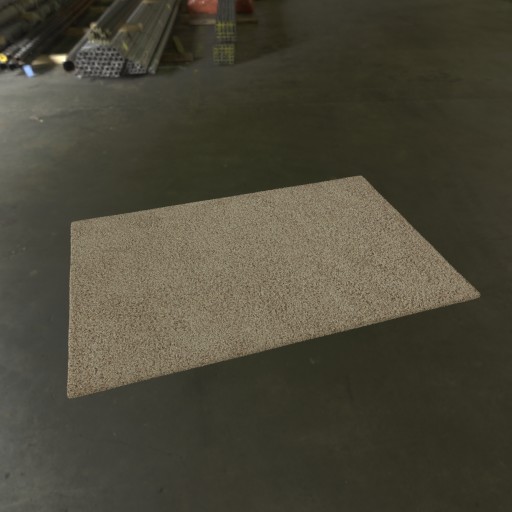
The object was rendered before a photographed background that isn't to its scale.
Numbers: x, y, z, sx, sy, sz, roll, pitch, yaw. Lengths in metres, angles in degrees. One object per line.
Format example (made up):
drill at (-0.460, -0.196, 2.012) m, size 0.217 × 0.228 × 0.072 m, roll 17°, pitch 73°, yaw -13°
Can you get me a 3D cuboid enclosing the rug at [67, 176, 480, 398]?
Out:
rug at (0.000, 0.000, 3.430) m, size 2.743 × 0.030 × 1.778 m, roll -11°, pitch 41°, yaw -13°
